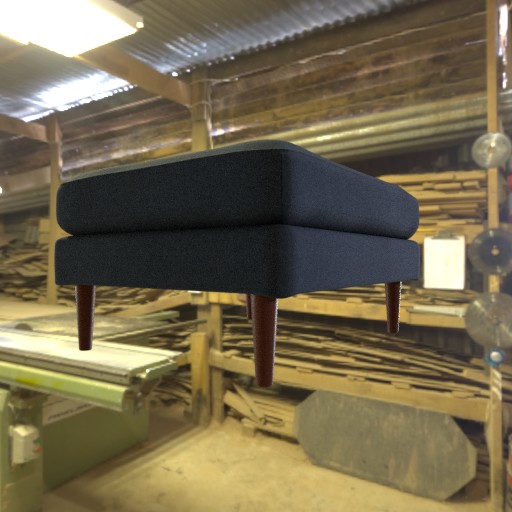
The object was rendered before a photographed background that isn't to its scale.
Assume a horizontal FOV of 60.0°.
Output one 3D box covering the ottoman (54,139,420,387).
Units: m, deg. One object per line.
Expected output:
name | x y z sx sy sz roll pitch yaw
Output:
ottoman | 0.000 0.000 1.251 0.693 0.474 0.821 0 -1 35
